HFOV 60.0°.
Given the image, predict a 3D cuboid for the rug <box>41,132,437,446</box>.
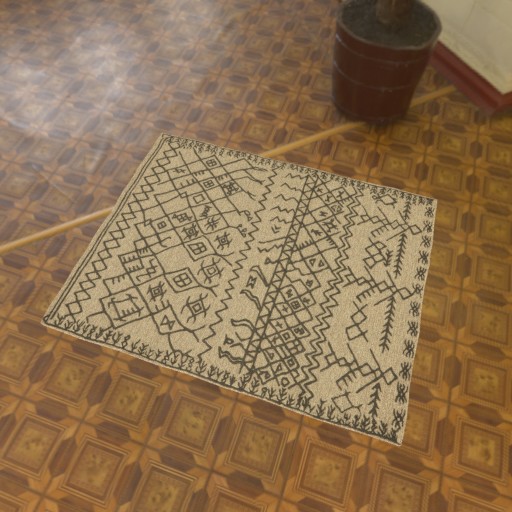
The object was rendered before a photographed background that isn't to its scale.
[{"bbox_3d":[0.000,0.000,3.282,2.455,0.025,1.964,16,59,10],"label":"rug"}]
